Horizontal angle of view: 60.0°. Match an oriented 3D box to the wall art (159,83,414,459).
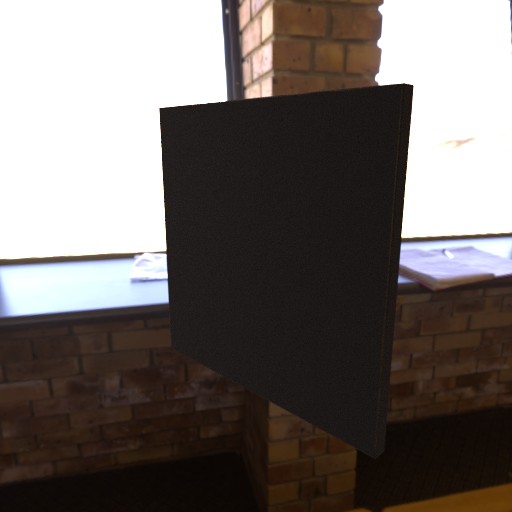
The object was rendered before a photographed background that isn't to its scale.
[{"bbox_3d":[0.000,0.000,0.452,0.304,0.303,0.015,14,20,43],"label":"wall art"}]
